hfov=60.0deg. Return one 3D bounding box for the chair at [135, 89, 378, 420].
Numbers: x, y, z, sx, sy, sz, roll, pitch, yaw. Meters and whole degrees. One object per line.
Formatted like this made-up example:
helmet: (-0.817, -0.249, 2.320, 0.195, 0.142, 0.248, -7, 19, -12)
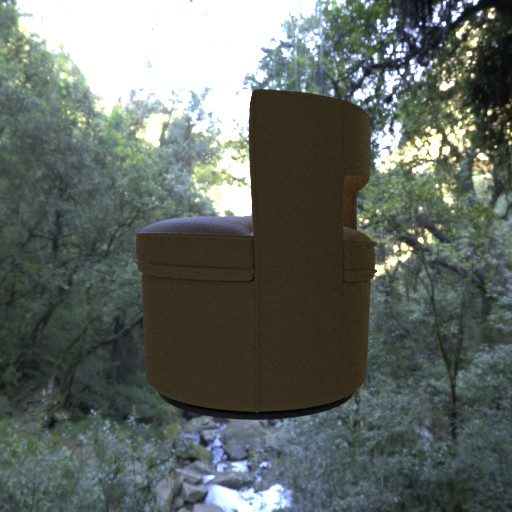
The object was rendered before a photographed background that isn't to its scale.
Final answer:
chair: (0.000, 0.000, 1.251, 0.665, 0.723, 0.650, 0, 1, 18)
